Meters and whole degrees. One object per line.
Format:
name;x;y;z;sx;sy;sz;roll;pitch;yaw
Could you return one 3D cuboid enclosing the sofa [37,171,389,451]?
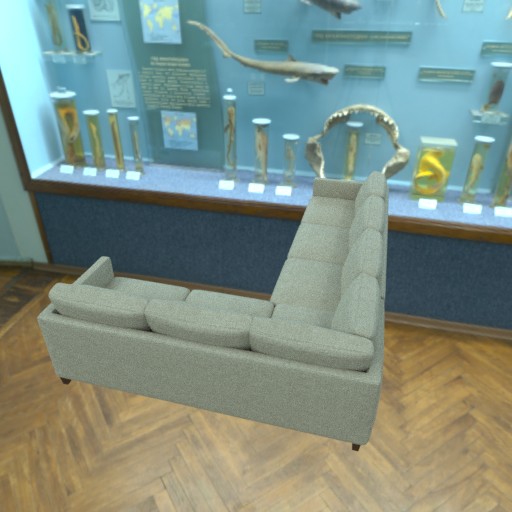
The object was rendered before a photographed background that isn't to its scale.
sofa;0.000;0.000;4.459;2.522;0.934;3.333;8;33;13
